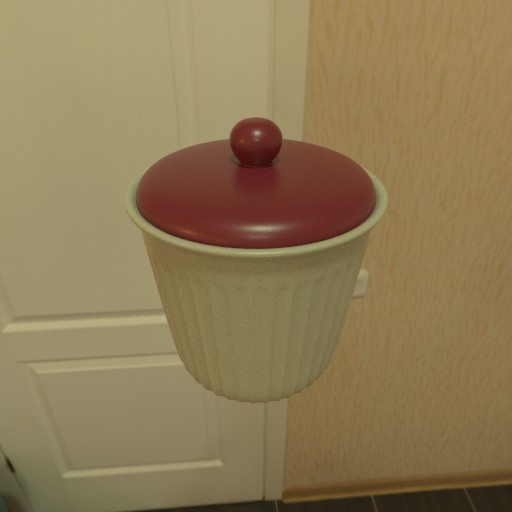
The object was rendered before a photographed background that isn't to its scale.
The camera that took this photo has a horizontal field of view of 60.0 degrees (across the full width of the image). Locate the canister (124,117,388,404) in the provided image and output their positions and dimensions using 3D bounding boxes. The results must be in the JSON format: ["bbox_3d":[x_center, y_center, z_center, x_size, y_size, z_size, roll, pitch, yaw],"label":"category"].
[{"bbox_3d":[0.000,0.000,0.344,0.181,0.211,0.181,0,32,0],"label":"canister"}]
